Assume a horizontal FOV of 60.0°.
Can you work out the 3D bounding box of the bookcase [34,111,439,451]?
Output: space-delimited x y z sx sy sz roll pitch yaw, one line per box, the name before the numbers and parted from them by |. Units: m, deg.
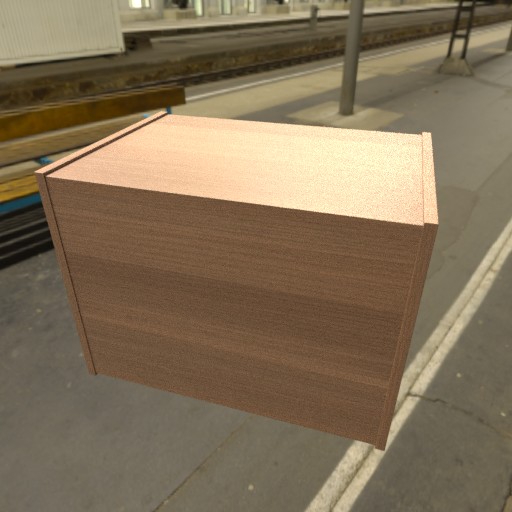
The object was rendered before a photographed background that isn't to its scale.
bookcase | 0.000 0.000 0.625 0.415 0.305 0.290 9 32 15
